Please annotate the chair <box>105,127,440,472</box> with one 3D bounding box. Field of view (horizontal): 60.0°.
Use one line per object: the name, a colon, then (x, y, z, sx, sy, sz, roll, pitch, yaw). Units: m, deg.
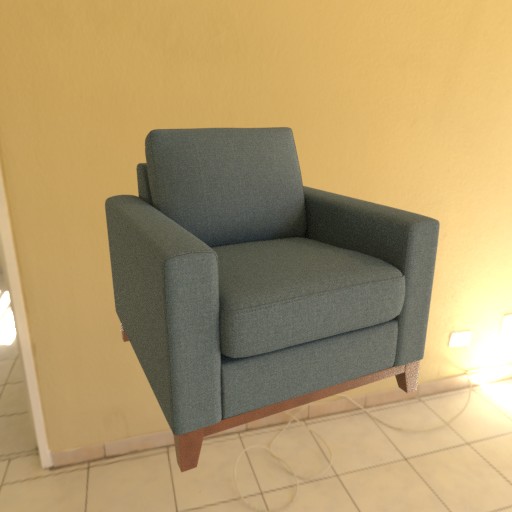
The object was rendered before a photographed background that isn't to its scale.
chair: (0.000, 0.000, 1.835, 1.024, 1.010, 1.038, -8, 19, -25)
